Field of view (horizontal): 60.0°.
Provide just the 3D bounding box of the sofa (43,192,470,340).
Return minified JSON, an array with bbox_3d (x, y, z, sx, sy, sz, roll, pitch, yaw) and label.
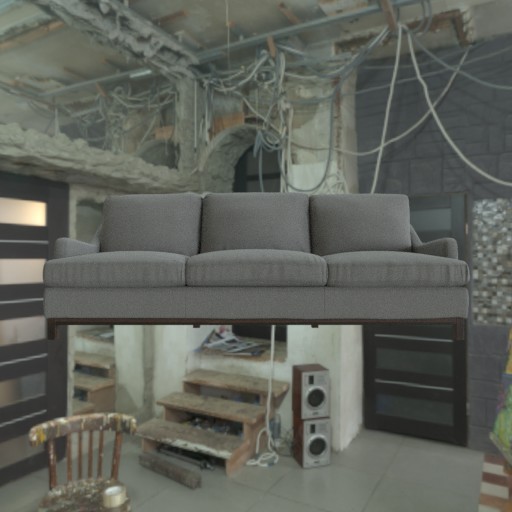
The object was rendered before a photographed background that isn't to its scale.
[{"bbox_3d":[0.000,0.000,2.877,2.344,0.926,0.987,0,0,0],"label":"sofa"}]
